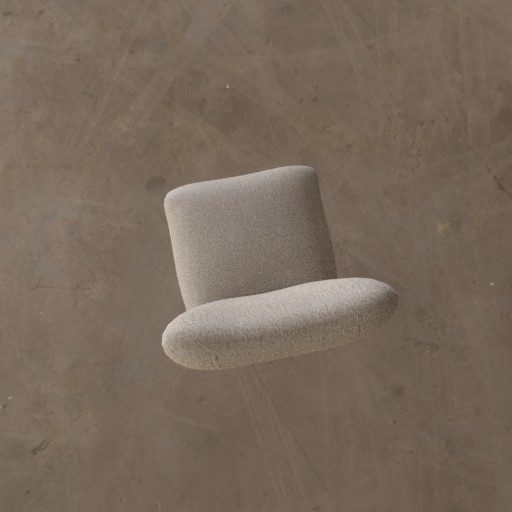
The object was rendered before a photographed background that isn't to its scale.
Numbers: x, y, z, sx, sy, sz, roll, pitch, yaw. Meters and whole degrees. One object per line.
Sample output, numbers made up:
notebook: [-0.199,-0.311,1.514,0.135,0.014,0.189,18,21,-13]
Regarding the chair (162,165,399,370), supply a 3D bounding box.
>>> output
chair: [0.000,0.000,1.177,0.448,0.864,0.560,-11,75,-3]
